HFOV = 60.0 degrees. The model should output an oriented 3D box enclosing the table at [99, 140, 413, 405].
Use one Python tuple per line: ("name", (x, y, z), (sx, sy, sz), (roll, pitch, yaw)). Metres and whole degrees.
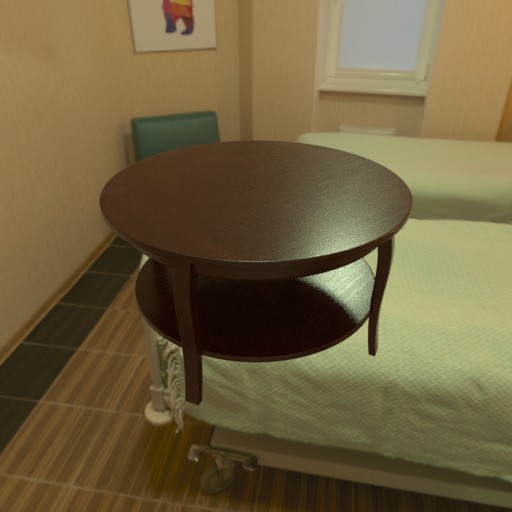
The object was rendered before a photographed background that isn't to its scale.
("table", (0.000, 0.000, 1.475), (0.911, 0.512, 0.911), (0, 31, 0))
